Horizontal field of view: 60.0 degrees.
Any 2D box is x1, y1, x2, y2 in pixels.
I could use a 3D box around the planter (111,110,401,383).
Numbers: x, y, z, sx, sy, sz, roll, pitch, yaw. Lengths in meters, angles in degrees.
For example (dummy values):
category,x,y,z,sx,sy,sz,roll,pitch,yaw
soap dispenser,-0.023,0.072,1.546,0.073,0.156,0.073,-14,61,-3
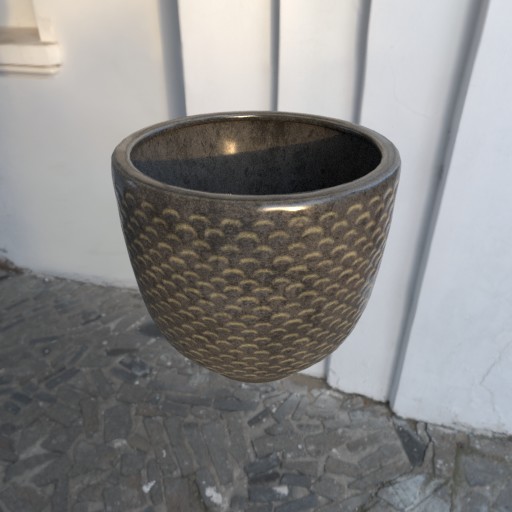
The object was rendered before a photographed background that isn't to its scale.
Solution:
category,x,y,z,sx,sy,sz,roll,pitch,yaw
planter,0.000,0.000,0.310,0.172,0.160,0.172,0,32,0
